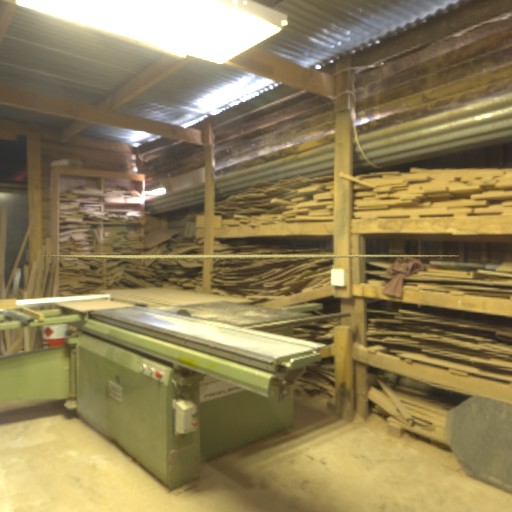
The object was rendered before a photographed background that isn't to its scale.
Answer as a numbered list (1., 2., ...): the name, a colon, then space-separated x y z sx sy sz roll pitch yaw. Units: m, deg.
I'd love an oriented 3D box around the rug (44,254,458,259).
1. rug: 0.000 0.000 2.941 2.297 0.007 1.529 0 1 -36
